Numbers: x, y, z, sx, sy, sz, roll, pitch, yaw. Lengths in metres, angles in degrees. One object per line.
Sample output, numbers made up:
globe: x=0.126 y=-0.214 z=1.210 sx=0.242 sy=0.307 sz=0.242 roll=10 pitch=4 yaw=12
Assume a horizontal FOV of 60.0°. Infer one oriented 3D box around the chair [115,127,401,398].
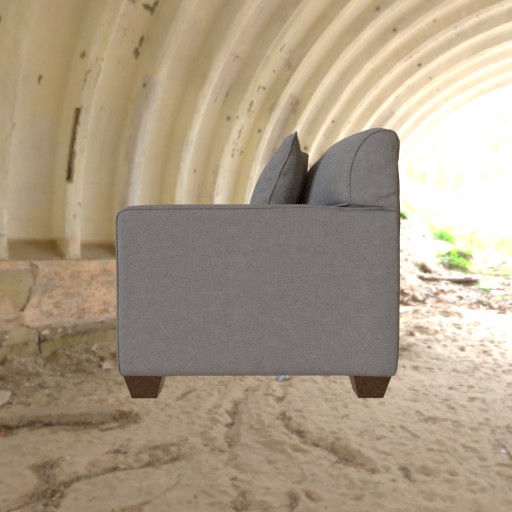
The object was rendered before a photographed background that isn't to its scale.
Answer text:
chair: x=0.000 y=0.000 z=2.144 sx=0.992 sy=0.953 sz=1.395 roll=0 pitch=1 yaw=0
